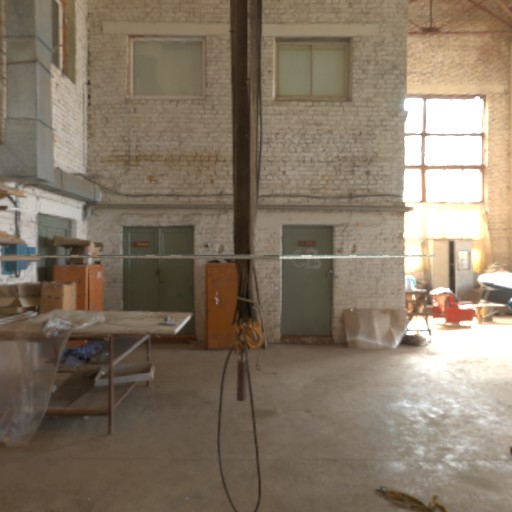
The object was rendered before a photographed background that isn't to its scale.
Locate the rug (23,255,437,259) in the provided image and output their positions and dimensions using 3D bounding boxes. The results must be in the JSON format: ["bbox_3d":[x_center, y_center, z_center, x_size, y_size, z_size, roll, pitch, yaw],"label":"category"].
[{"bbox_3d":[0.000,0.000,4.104,2.466,0.021,3.049,0,0,36],"label":"rug"}]
